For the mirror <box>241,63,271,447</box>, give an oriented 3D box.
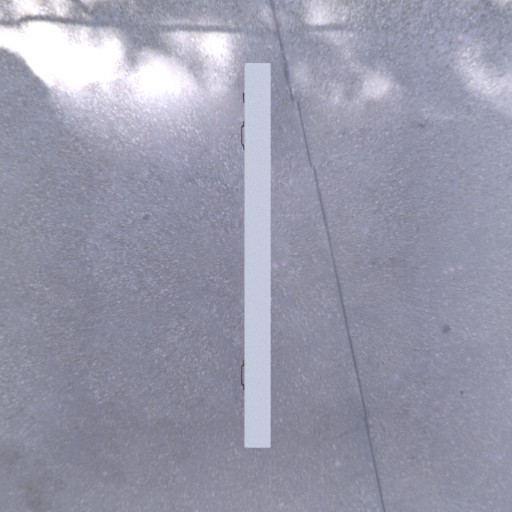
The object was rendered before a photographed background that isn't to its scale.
[{"bbox_3d":[0.000,0.000,0.940,0.039,0.710,0.507,0,90,0],"label":"mirror"}]
